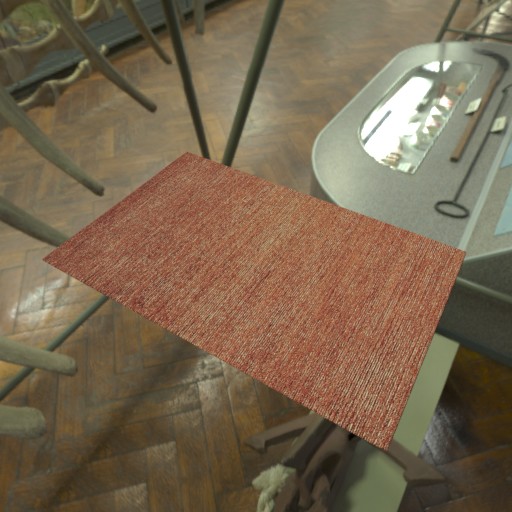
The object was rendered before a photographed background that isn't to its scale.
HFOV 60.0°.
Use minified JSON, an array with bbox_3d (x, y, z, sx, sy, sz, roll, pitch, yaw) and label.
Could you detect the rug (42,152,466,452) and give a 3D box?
[{"bbox_3d":[0.000,0.000,2.172,1.747,0.011,1.139,24,50,22],"label":"rug"}]
